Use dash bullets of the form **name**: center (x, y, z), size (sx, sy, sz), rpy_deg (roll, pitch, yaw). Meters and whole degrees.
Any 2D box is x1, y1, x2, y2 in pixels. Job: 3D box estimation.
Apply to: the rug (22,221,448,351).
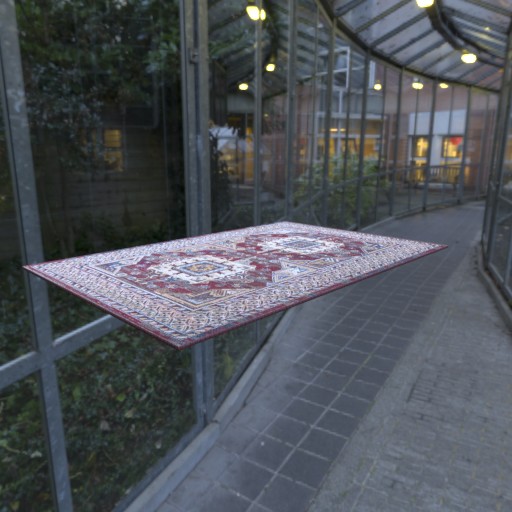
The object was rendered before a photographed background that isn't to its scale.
- **rug**: center (0.000, 0.000, 5.641), size (3.033, 0.033, 4.578), rpy_deg (13, 19, 43)
